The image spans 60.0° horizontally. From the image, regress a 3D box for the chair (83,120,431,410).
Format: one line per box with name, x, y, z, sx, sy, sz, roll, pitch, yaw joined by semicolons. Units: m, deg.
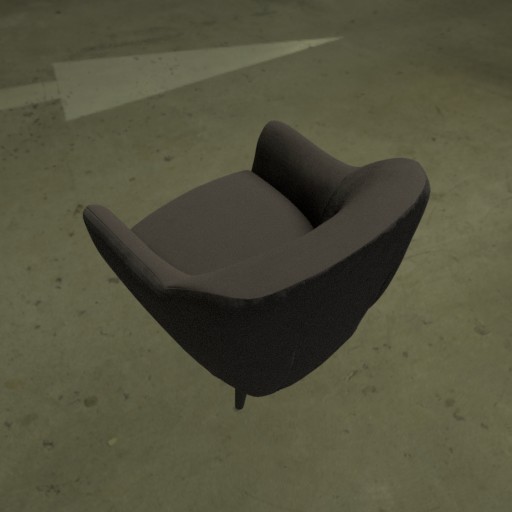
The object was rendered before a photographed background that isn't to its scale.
chair;0.000;0.000;1.513;0.840;0.807;0.819;-32;55;-26
